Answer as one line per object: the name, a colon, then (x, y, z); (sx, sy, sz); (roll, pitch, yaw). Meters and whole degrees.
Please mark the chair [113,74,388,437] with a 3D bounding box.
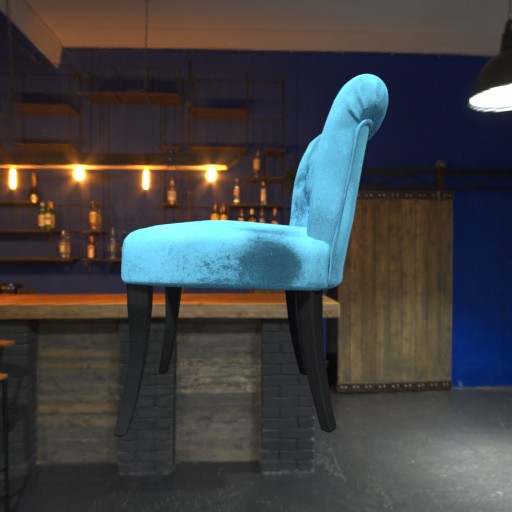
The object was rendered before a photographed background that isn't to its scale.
chair: (0.000, 0.000, 1.165); (0.605, 0.750, 0.582); (0, 1, -1)
